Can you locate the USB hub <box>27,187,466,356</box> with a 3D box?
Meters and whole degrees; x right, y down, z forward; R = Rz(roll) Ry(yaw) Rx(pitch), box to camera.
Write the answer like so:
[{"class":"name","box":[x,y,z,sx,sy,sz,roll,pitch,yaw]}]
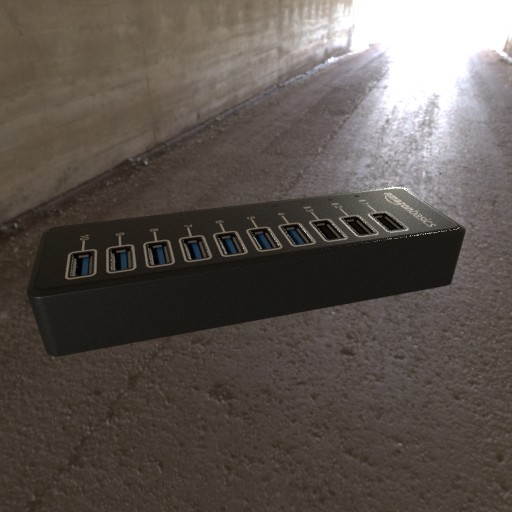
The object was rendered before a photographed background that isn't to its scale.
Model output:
[{"class":"USB hub","box":[0.000,0.000,0.162,0.145,0.023,0.044,-8,32,-14]}]
